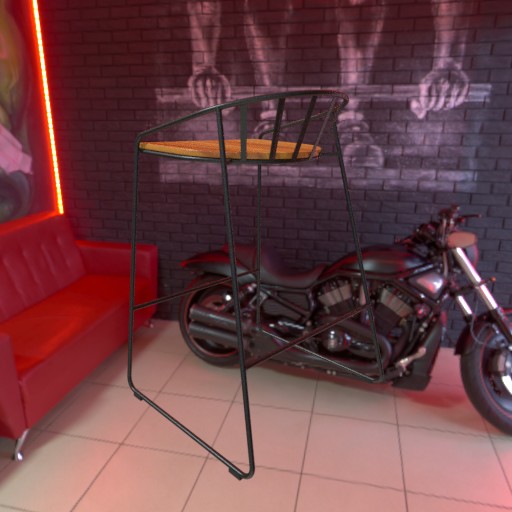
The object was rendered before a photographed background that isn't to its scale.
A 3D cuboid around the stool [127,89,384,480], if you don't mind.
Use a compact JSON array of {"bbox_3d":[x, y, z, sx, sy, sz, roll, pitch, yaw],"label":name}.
[{"bbox_3d":[0.000,0.000,1.185,0.546,0.812,0.521,-16,23,-42],"label":"stool"}]
